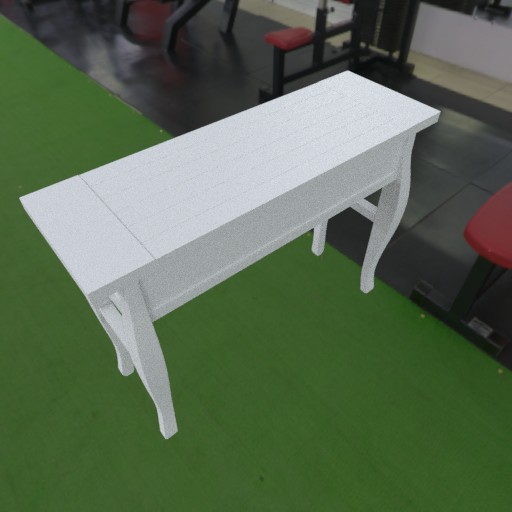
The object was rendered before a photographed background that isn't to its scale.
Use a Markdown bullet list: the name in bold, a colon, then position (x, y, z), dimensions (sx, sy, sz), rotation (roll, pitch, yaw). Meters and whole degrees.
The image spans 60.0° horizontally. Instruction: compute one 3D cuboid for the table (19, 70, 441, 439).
- **table**: position (0.000, 0.000, 1.393), dimensions (1.062, 0.768, 0.373), rotation (-30, 53, -26)
